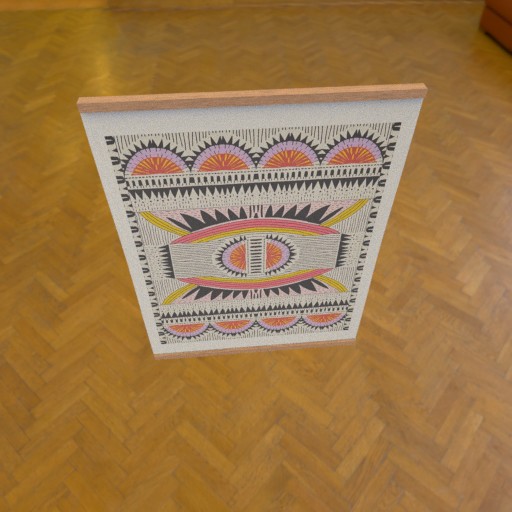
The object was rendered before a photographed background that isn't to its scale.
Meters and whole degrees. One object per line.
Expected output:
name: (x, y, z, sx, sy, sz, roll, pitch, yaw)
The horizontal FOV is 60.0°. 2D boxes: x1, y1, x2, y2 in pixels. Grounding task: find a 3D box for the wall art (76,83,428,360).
wall art: (0.000, 0.000, 1.328, 0.765, 1.016, 0.028, -4, 46, -4)
